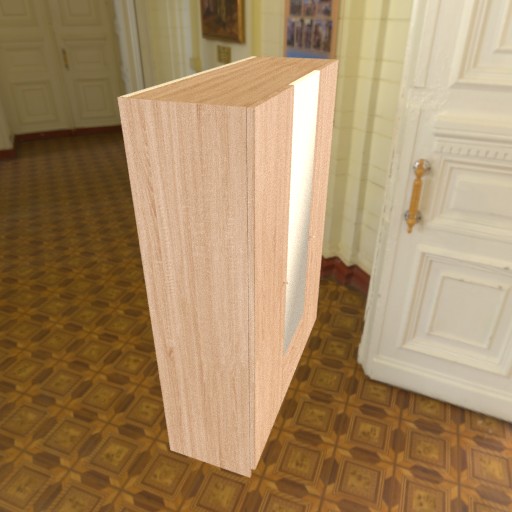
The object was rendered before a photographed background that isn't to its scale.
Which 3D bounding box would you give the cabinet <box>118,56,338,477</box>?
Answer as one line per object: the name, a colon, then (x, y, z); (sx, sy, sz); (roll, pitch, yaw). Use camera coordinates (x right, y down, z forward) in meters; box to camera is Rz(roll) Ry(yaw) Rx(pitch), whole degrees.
cabinet: (0.000, 0.000, 2.766); (0.590, 2.120, 1.500); (11, 32, 17)
